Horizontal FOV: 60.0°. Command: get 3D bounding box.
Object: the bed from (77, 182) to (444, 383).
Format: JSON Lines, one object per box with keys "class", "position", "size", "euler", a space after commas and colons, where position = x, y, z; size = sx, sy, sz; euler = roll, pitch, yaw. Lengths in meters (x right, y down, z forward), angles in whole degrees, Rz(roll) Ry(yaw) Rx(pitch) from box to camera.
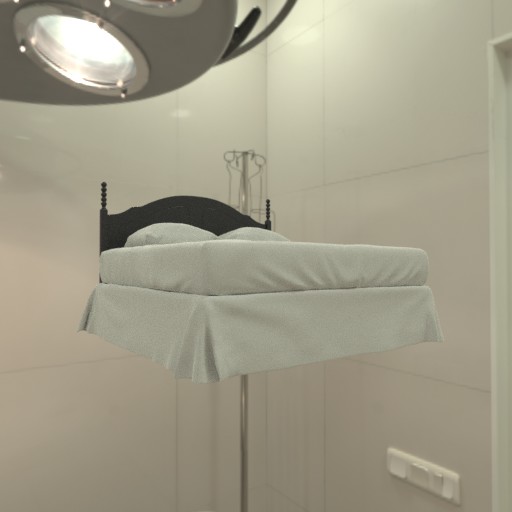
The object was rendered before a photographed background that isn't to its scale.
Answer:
{"class": "bed", "position": [0.000, 0.000, 3.675], "size": [2.322, 1.355, 2.219], "euler": [1, -1, -35]}
